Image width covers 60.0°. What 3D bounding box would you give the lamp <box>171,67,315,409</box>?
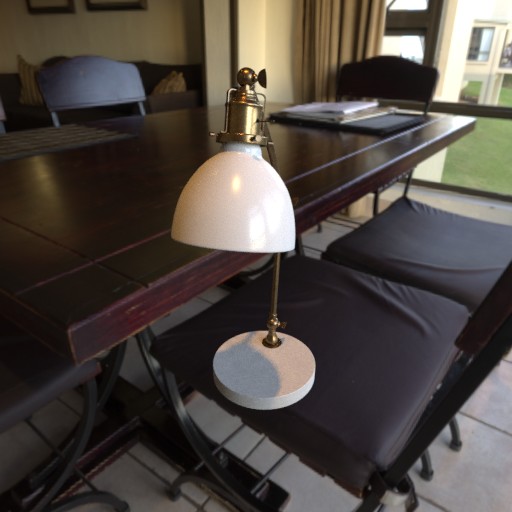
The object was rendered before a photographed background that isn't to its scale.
[{"bbox_3d":[0.000,0.000,0.662,0.186,0.522,0.317,8,28,16],"label":"lamp"}]
